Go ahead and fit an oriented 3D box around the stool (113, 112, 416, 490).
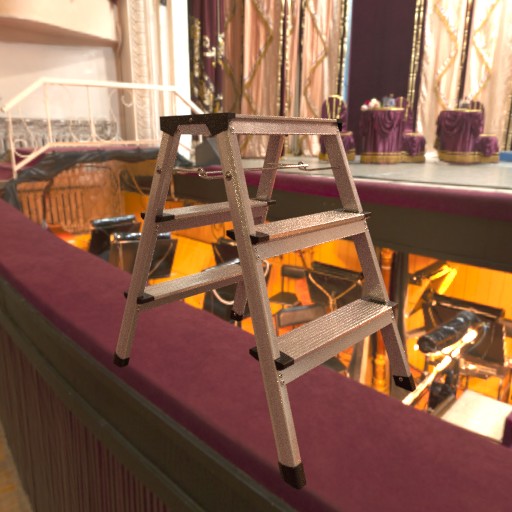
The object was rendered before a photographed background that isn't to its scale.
[{"bbox_3d":[0.000,0.000,1.013,0.622,0.605,0.437,14,20,43],"label":"stool"}]
